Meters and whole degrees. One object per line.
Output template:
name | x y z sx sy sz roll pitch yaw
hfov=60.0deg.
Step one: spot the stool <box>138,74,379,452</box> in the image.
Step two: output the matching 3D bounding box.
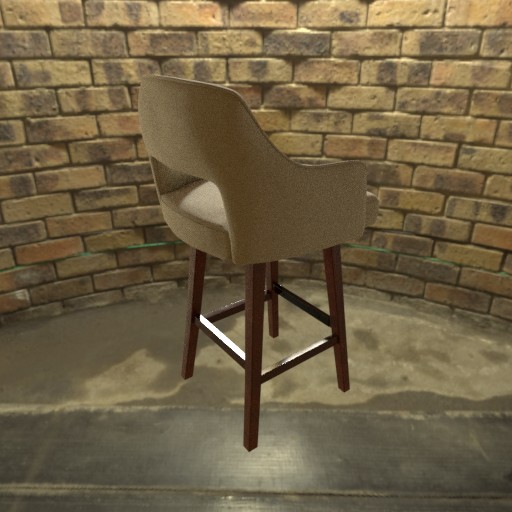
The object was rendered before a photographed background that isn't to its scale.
stool | 0.000 0.000 1.351 0.560 1.041 0.550 -18 31 -33
